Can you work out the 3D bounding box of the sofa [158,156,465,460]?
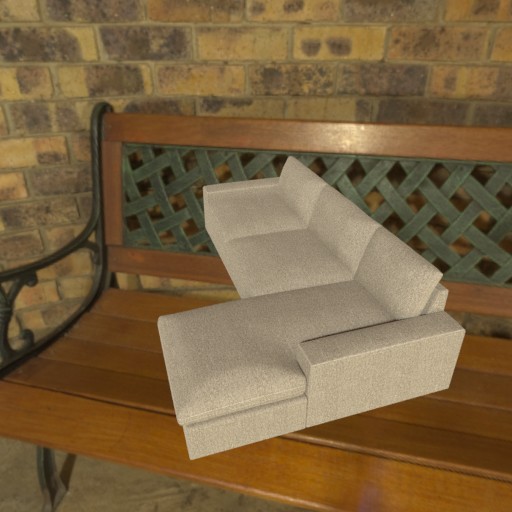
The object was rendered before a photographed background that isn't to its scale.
[{"bbox_3d":[0.000,0.000,3.507,1.689,0.813,2.718,-9,31,-15],"label":"sofa"}]
